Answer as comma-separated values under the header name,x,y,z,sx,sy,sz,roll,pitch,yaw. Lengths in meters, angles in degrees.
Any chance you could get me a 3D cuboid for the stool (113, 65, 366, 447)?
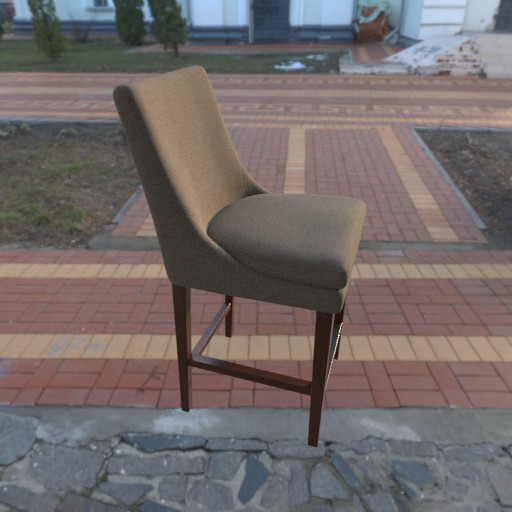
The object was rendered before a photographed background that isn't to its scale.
name,x,y,z,sx,sy,sz,roll,pitch,yaw
stool,0.000,0.000,1.303,0.577,0.981,0.470,9,31,15
